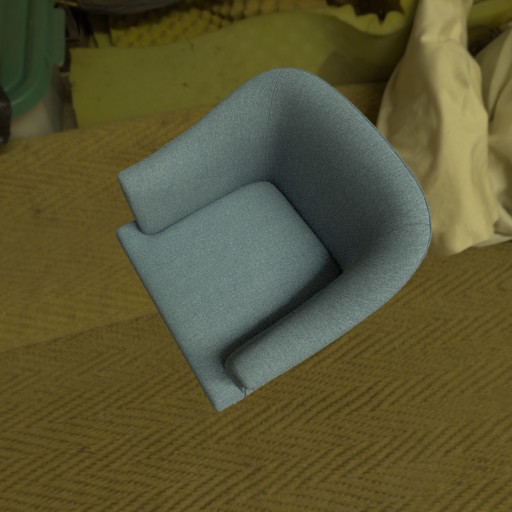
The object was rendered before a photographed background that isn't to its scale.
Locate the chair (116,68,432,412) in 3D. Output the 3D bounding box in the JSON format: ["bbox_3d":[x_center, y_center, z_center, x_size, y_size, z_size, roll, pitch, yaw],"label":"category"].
[{"bbox_3d":[0.000,0.000,1.423,0.704,0.815,0.772,-30,68,-14],"label":"chair"}]
